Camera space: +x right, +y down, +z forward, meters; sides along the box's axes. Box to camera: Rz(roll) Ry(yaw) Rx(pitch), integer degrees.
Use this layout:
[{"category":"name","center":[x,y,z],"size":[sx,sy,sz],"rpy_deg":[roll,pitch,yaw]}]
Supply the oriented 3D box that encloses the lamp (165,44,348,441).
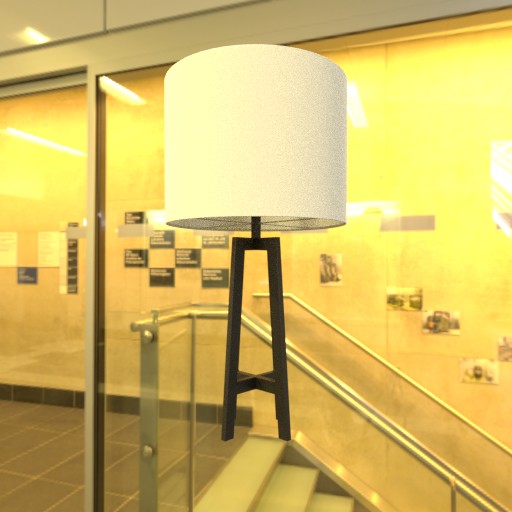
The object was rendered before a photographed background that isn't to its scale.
[{"category":"lamp","center":[0.000,0.000,0.633],"size":[0.257,0.489,0.257],"rpy_deg":[0,-1,0]}]
